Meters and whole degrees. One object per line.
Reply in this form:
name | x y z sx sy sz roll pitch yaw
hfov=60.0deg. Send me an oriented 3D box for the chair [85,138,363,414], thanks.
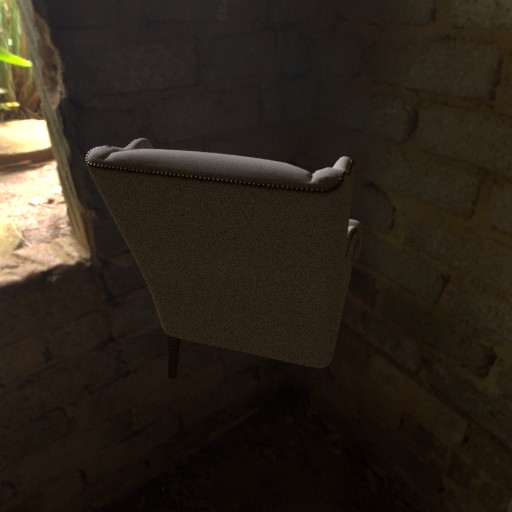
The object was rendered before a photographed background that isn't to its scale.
chair | 0.000 0.000 1.688 0.737 1.029 0.940 9 32 15
